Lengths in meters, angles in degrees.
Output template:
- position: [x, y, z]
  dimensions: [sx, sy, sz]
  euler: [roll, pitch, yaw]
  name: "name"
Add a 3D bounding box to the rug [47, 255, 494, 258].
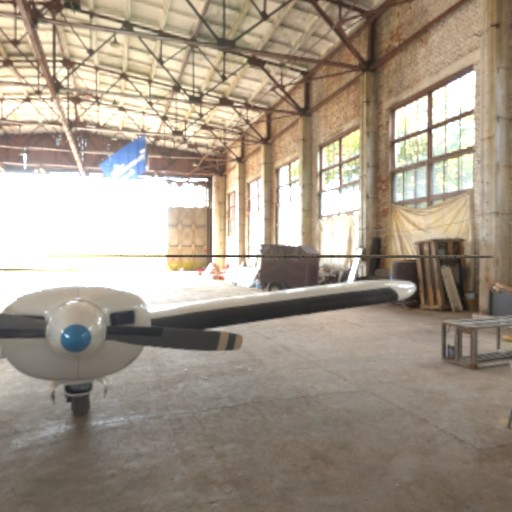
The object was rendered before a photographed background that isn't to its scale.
- position: [0.000, 0.000, 2.691]
  dimensions: [2.452, 0.012, 0.775]
  euler: [0, 0, 18]
  name: "rug"
